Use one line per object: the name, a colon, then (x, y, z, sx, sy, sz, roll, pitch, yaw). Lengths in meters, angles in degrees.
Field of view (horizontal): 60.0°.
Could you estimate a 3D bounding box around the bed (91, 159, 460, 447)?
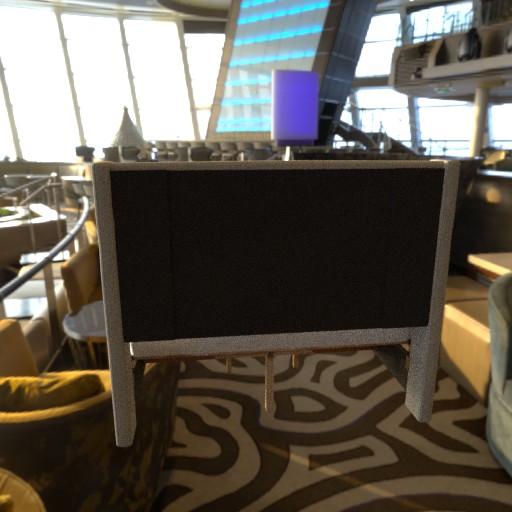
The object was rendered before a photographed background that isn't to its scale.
bed: (0.000, 0.000, 3.335, 1.774, 1.491, 2.222, -2, 15, -7)
